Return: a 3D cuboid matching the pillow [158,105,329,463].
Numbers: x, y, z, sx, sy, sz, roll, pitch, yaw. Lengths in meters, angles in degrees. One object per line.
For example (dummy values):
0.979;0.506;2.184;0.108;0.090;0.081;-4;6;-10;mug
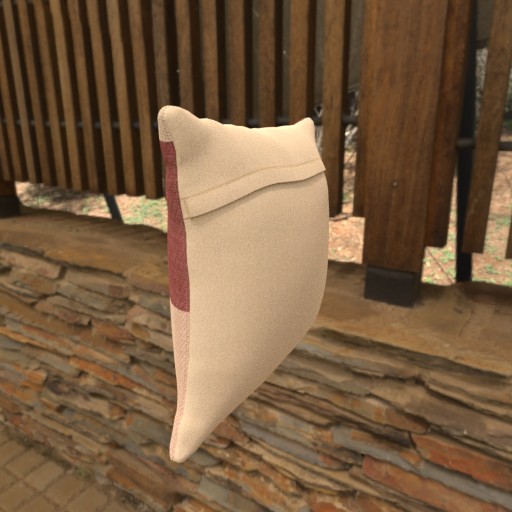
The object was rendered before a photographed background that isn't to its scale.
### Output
0.000;0.000;0.812;0.229;0.506;0.536;8;19;25;pillow
